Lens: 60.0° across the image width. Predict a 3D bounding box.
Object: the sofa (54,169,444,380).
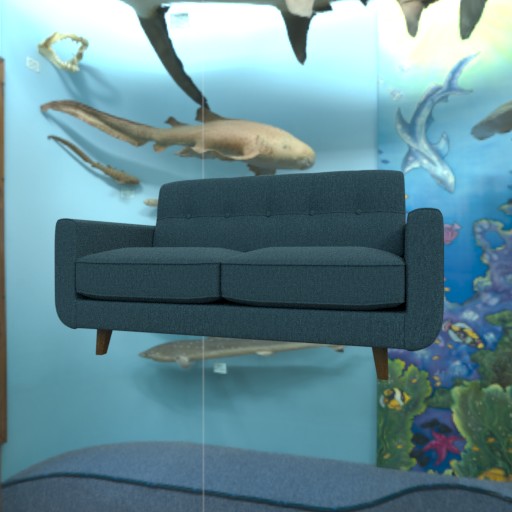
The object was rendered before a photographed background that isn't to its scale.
[{"bbox_3d":[0.000,0.000,2.198,1.651,0.896,0.942,0,1,18],"label":"sofa"}]
